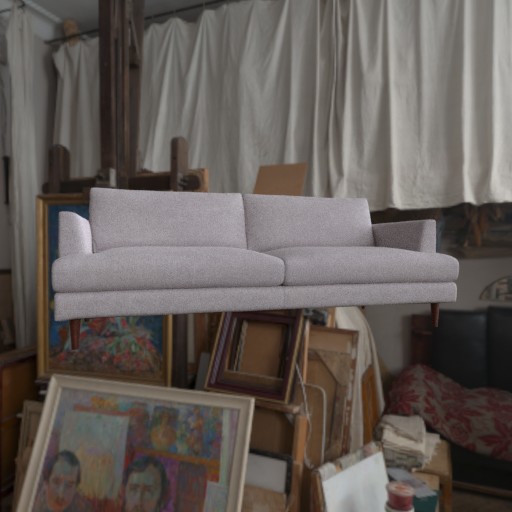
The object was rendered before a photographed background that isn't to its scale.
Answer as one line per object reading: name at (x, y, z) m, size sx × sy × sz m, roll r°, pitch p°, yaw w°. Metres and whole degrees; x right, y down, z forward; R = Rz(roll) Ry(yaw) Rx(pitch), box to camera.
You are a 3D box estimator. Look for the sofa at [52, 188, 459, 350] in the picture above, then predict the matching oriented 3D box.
sofa at (0.000, 0.000, 2.804) m, size 2.250 × 0.868 × 1.020 m, roll 0°, pitch 1°, yaw -17°
